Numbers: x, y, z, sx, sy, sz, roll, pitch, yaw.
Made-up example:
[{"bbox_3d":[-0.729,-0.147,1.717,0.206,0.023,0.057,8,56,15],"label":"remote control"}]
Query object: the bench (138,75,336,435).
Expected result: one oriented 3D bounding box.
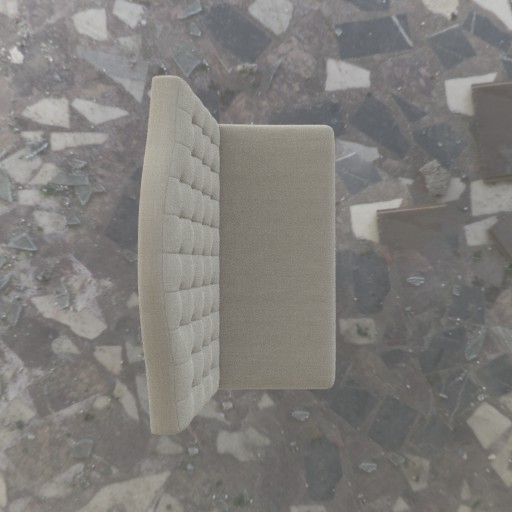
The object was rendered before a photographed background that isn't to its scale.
[{"bbox_3d":[0.000,0.000,2.073,0.815,1.180,1.335,0,89,-1],"label":"bench"}]
